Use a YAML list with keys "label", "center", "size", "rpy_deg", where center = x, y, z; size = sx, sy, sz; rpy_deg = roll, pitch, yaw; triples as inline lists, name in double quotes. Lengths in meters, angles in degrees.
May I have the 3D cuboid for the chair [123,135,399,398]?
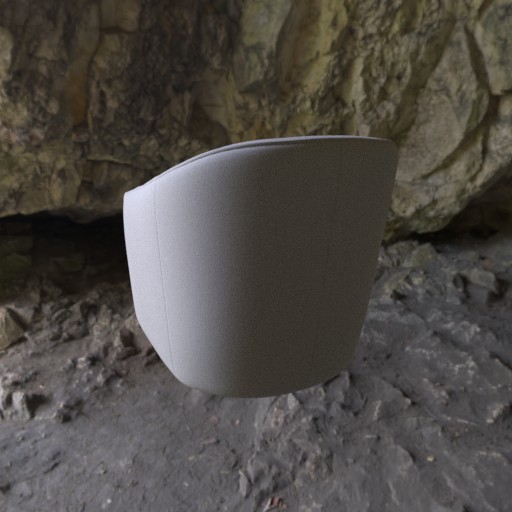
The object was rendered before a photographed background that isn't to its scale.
- label: "chair"
  center: [0.000, 0.000, 1.504]
  size: [0.747, 0.799, 0.875]
  rpy_deg: [-8, 18, -26]
